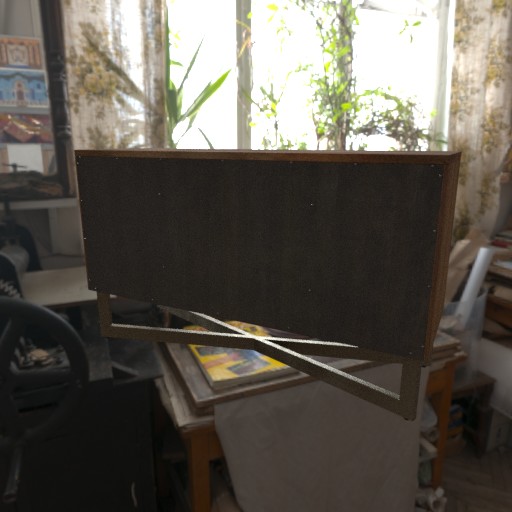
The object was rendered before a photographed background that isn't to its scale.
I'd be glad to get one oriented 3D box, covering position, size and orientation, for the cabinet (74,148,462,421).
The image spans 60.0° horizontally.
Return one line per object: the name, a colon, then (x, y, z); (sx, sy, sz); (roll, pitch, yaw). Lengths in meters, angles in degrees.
cabinet: (0.000, 0.000, 1.751); (1.373, 0.812, 0.480); (8, 16, 27)
